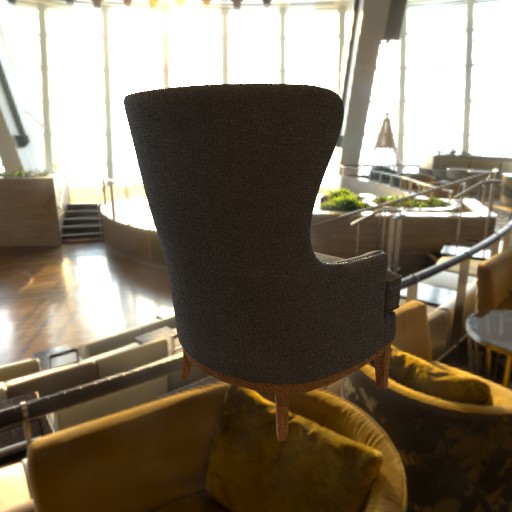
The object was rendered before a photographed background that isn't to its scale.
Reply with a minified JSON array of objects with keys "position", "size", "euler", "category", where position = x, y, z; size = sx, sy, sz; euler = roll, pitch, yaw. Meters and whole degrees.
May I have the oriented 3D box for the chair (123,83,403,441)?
[{"position":[0.000,0.000,1.734],"size":[0.864,1.176,0.883],"euler":[15,21,43],"category":"chair"}]
